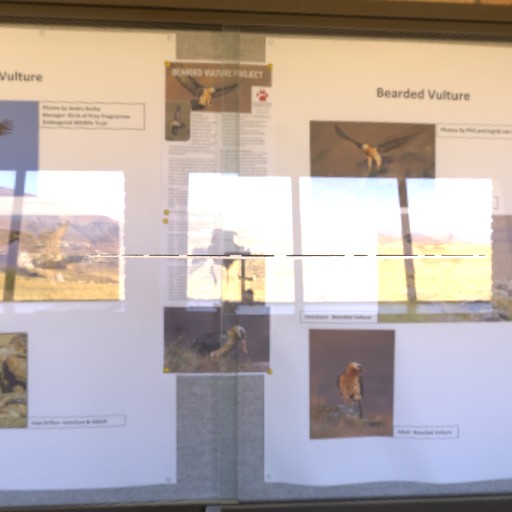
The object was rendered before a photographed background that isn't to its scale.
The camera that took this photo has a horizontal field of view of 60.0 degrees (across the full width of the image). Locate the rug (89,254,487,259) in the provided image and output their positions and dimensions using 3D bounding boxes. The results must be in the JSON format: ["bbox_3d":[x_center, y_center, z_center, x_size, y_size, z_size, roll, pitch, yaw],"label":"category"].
[{"bbox_3d":[0.000,0.000,2.967,1.555,0.016,2.286,0,0,-36],"label":"rug"}]
